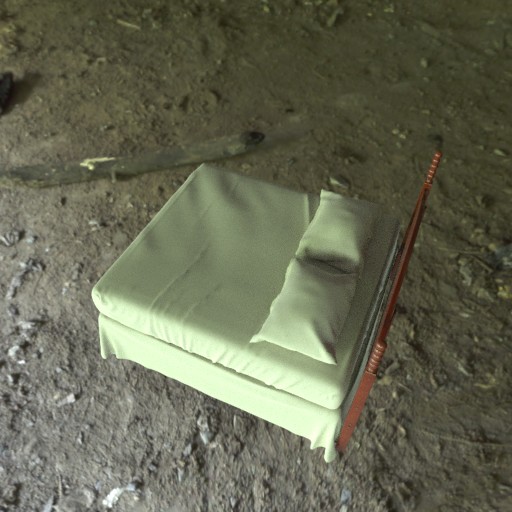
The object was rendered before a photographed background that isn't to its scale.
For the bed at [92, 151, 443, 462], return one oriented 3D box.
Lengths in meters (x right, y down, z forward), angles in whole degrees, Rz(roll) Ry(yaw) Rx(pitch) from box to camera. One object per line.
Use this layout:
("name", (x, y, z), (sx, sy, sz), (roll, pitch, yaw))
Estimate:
("bed", (0.000, 0.000, 3.249), (2.040, 1.356, 1.873), (19, 51, 16))
